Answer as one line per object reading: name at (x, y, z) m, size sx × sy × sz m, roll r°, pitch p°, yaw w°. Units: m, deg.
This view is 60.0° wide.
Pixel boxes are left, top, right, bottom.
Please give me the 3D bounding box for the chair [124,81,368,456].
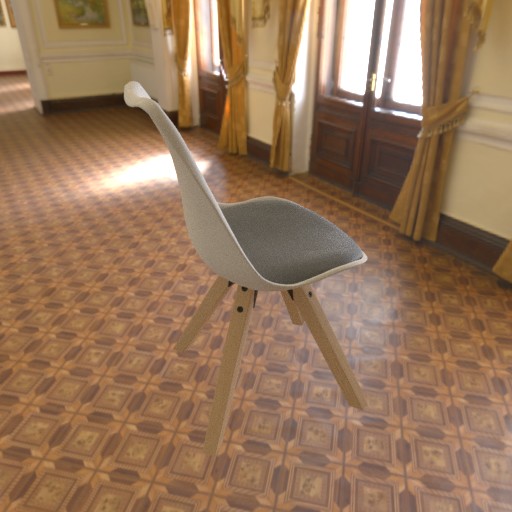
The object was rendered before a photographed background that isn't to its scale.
chair at (0.000, 0.000, 1.157) m, size 0.550 × 0.850 × 0.485 m, roll -10°, pitch 30°, yaw -17°
